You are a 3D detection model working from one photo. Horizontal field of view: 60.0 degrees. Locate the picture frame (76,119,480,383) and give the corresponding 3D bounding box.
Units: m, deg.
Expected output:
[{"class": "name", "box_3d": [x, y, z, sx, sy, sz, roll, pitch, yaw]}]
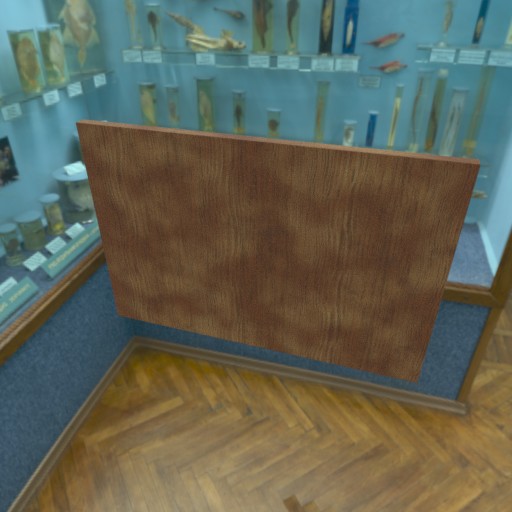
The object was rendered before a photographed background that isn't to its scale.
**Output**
[{"class": "picture frame", "box_3d": [0.000, 0.000, 1.191, 0.950, 0.640, 0.029, 10, 34, 15]}]
